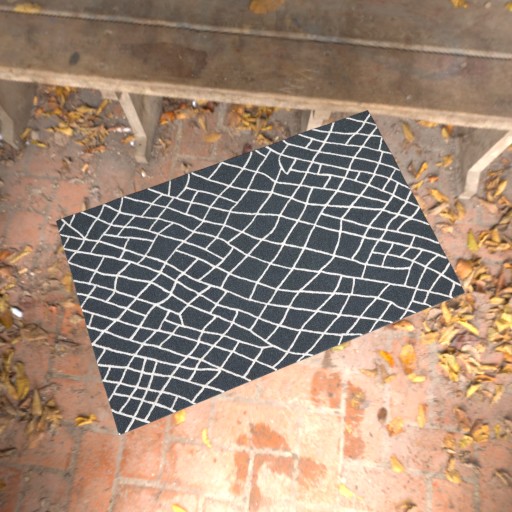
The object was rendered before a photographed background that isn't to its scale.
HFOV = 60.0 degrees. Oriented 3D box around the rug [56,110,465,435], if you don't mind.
[{"bbox_3d":[0.000,0.000,3.070,2.448,0.017,1.529,-21,75,-6],"label":"rug"}]
